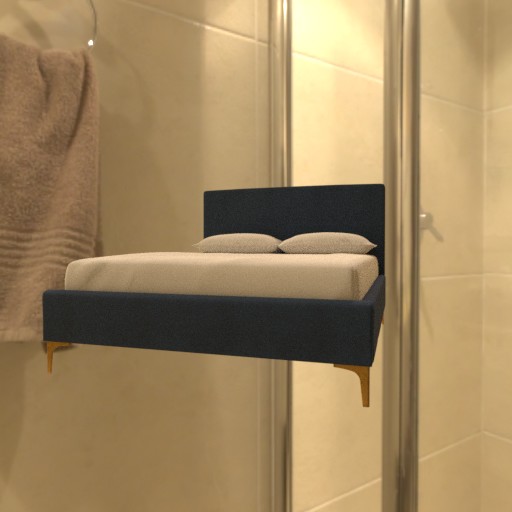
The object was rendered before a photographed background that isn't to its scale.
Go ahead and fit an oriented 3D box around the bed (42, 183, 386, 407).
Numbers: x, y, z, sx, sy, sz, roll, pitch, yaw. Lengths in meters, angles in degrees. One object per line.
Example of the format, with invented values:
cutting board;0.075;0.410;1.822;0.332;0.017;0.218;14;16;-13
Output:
bed;0.000;0.000;3.133;1.723;1.231;2.172;0;1;18
